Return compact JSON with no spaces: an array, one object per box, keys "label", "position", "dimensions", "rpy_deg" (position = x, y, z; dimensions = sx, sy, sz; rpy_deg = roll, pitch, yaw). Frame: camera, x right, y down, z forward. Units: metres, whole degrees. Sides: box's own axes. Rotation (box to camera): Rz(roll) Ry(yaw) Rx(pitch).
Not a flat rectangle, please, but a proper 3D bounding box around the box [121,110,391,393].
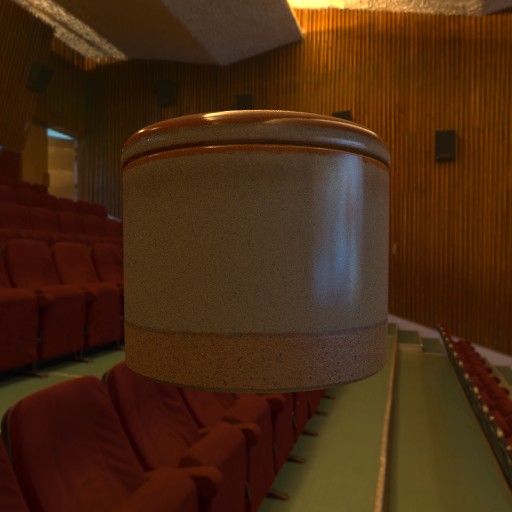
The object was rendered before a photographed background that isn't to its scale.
[{"label":"box","position":[0.000,0.000,0.211],"dimensions":[0.123,0.100,0.123],"rpy_deg":[0,-1,0]}]
